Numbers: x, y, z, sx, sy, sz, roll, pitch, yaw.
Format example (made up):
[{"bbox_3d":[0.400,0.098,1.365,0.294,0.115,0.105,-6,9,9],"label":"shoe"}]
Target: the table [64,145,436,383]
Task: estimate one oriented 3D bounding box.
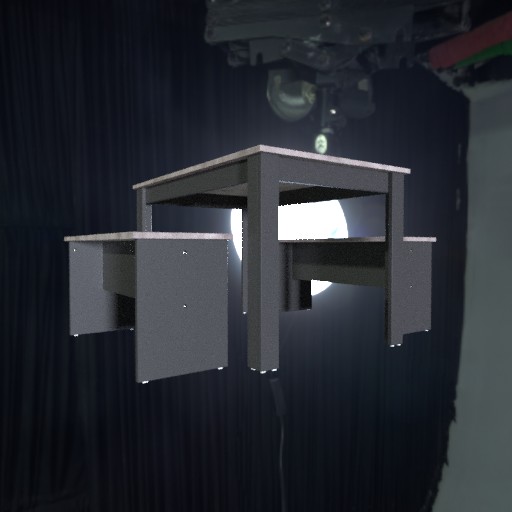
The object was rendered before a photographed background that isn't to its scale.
[{"bbox_3d":[0.000,0.000,2.003,1.443,0.700,1.100,-1,2,-35],"label":"table"}]
